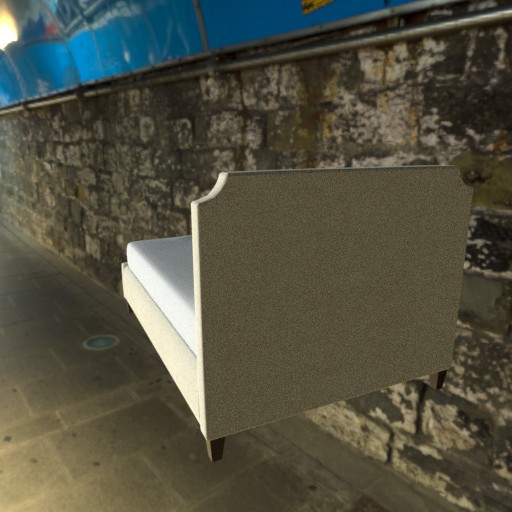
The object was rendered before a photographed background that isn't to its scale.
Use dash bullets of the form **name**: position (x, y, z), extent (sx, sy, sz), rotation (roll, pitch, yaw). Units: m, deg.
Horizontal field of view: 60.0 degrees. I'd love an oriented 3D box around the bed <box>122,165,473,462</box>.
- **bed**: position (0.000, 0.000, 3.440), extent (1.713, 1.457, 2.381), rotation (-7, 16, -25)
